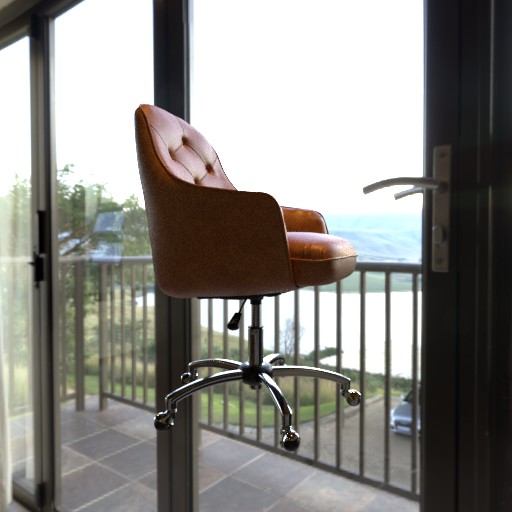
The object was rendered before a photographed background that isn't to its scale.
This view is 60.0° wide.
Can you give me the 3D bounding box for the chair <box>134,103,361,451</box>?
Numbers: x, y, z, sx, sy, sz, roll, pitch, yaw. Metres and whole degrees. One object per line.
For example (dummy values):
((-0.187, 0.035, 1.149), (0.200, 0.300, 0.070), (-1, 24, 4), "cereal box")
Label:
((0.000, 0.000, 1.353), (0.615, 0.909, 0.628), (0, 1, 19), "chair")
